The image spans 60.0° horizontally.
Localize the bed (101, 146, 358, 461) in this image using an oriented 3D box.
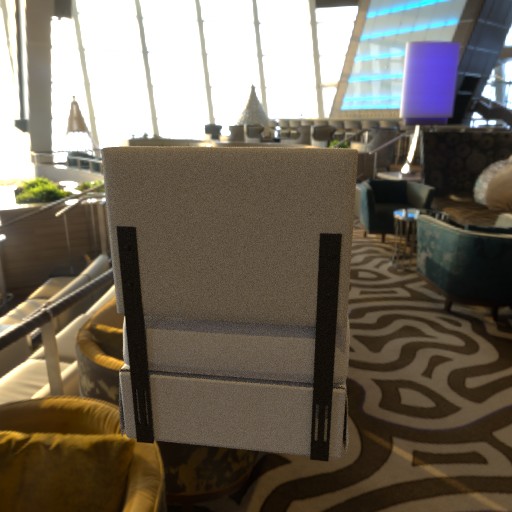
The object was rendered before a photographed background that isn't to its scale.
[{"bbox_3d":[0.000,0.000,3.053,1.261,1.571,1.997,2,17,8],"label":"bed"}]
